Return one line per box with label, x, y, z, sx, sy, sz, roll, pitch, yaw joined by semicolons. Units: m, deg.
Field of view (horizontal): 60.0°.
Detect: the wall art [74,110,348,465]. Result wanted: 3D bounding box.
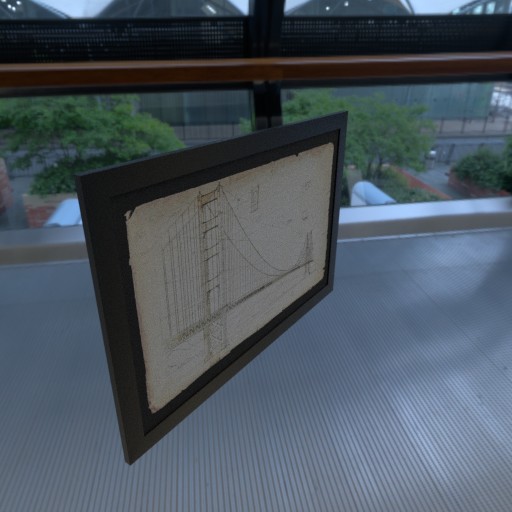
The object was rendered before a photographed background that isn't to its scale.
wall art;0.000;0.000;0.819;0.013;0.447;0.660;17;30;32
